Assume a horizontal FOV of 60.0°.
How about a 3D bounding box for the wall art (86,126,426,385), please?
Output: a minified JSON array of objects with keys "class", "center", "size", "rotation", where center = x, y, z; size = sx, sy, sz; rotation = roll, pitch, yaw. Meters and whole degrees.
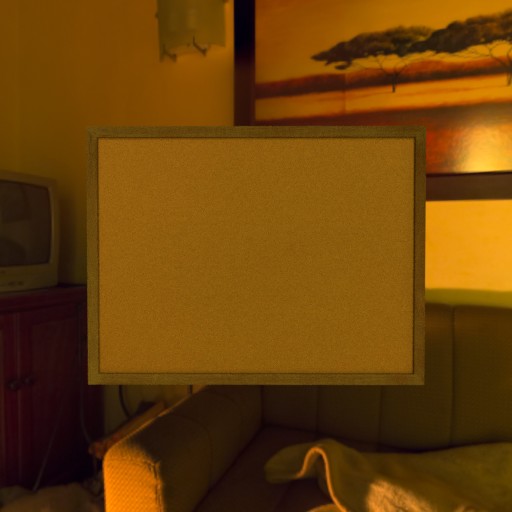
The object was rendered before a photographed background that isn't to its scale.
[{"class":"wall art","center":[0.000,0.000,1.765],"size":[1.320,1.009,0.070],"rotation":[0,1,0]}]
